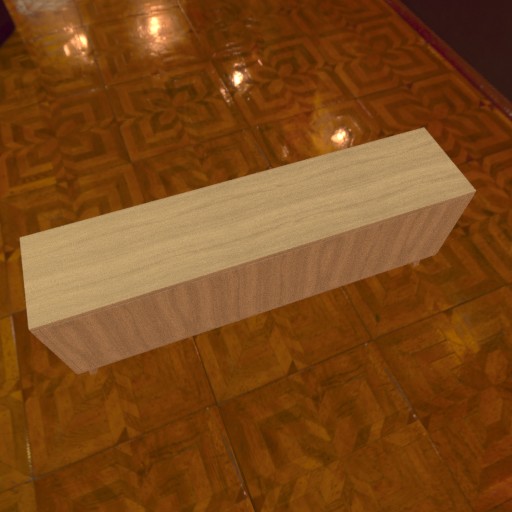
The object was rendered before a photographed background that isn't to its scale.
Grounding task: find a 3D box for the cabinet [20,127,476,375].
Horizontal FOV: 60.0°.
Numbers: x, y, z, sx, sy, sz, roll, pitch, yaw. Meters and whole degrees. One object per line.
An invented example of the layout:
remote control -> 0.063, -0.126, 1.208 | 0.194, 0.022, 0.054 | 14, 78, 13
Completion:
cabinet -> 0.000, 0.000, 2.498 | 2.198, 0.779, 0.499 | -17, 59, -11
